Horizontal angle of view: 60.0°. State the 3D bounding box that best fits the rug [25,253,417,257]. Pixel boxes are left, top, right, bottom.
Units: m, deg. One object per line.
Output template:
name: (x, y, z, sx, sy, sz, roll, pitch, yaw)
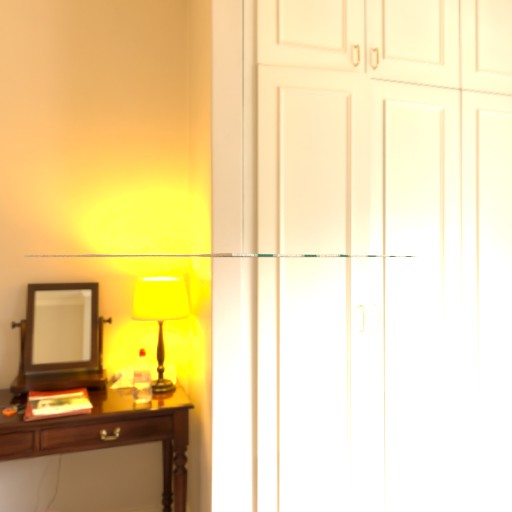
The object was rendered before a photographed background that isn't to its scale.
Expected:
rug: (0.000, 0.000, 3.084, 1.521, 0.015, 2.436, 0, 0, 36)
